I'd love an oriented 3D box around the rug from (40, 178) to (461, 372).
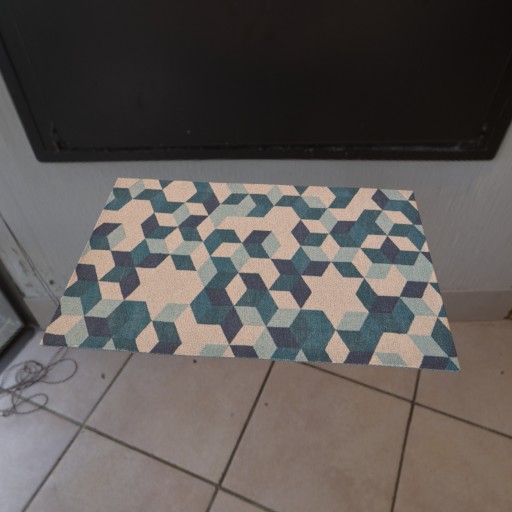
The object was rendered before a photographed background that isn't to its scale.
[{"bbox_3d":[0.000,0.000,2.334,1.829,0.014,1.235,3,47,3],"label":"rug"}]
